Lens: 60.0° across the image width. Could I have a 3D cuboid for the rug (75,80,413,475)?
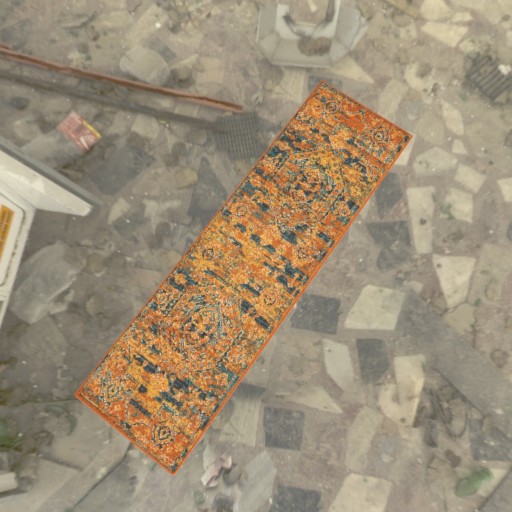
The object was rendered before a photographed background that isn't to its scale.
[{"bbox_3d":[0.000,0.000,2.438,0.651,0.016,2.274,35,78,8],"label":"rug"}]
